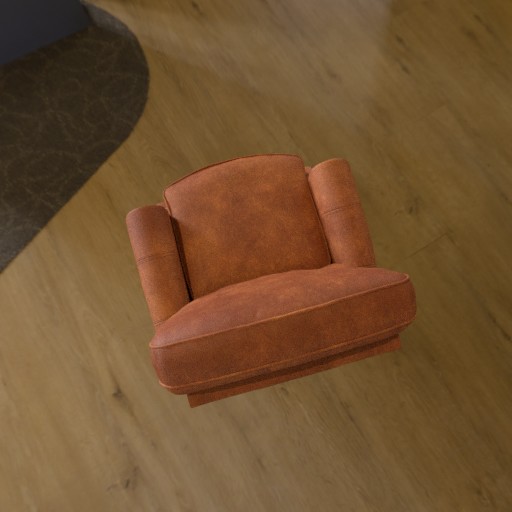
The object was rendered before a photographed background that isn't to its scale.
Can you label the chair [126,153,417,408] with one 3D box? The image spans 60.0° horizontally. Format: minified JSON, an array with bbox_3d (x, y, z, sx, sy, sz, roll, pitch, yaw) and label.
[{"bbox_3d":[0.000,0.000,1.801,0.936,1.018,0.986,-15,76,-4],"label":"chair"}]
